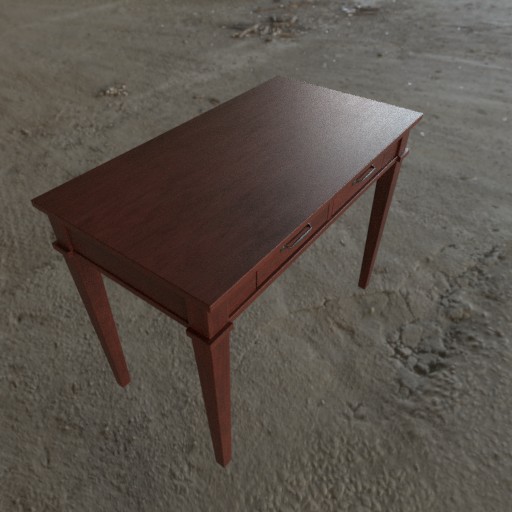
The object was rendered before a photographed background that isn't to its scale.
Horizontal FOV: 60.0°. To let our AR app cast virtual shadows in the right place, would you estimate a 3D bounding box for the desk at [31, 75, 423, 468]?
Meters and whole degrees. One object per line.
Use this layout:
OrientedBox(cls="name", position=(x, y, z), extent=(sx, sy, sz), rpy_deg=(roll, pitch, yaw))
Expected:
OrientedBox(cls="desk", position=(0.000, 0.000, 1.448), extent=(0.549, 0.762, 1.001), rpy_deg=(26, 48, 27))
